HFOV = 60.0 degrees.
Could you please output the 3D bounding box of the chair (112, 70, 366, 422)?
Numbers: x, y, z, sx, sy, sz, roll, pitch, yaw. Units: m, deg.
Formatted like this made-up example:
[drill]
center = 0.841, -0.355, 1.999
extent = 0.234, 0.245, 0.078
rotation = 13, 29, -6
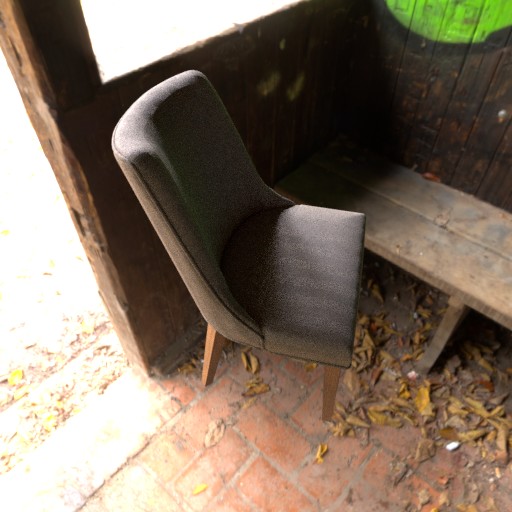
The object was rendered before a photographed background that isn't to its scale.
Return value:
[chair]
center = 0.000, 0.000, 1.329
extent = 0.636, 0.916, 0.548
rotation = 10, 48, 9
